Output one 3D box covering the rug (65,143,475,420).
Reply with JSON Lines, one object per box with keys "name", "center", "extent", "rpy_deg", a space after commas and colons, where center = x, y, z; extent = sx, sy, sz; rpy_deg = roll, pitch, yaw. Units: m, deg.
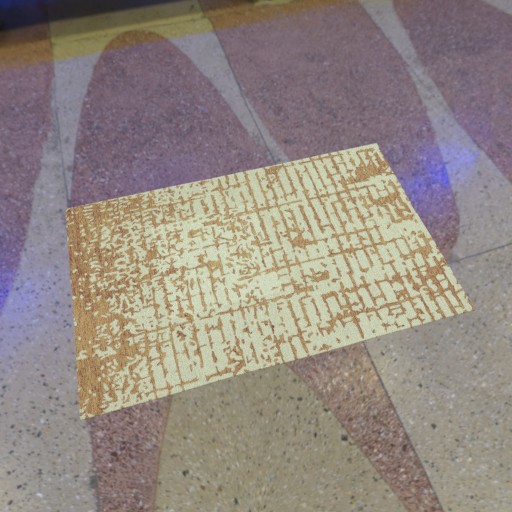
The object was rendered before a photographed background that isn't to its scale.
{"name": "rug", "center": [0.000, 0.000, 2.990], "extent": [2.435, 0.011, 1.517], "rpy_deg": [-14, 59, -8]}
